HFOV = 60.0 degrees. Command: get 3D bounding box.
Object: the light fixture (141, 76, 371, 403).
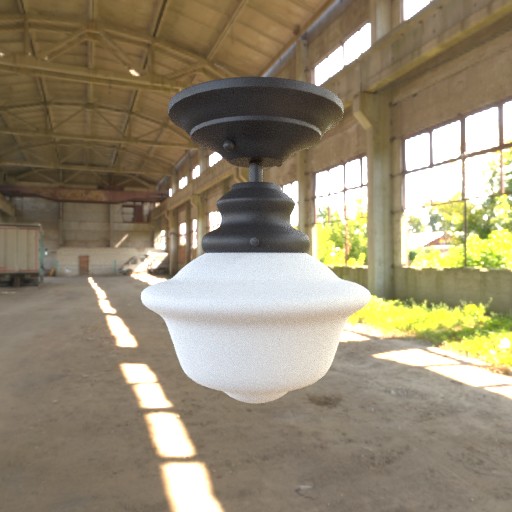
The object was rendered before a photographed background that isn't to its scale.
[{"bbox_3d":[0.000,0.000,0.389,0.197,0.254,0.197,0,0,0],"label":"light fixture"}]
